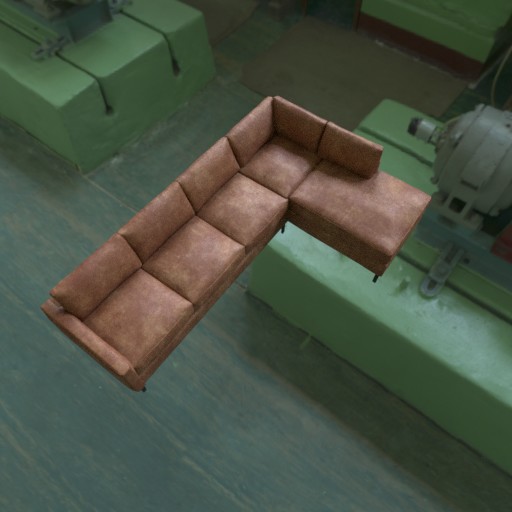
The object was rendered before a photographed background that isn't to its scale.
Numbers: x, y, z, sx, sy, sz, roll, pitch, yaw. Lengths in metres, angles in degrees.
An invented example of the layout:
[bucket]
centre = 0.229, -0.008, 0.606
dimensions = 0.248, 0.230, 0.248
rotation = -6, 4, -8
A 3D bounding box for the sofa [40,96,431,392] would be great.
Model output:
[sofa]
centre = 0.000, 0.000, 3.892
dimensions = 1.938, 0.877, 2.984
rotation = 32, 63, 18
